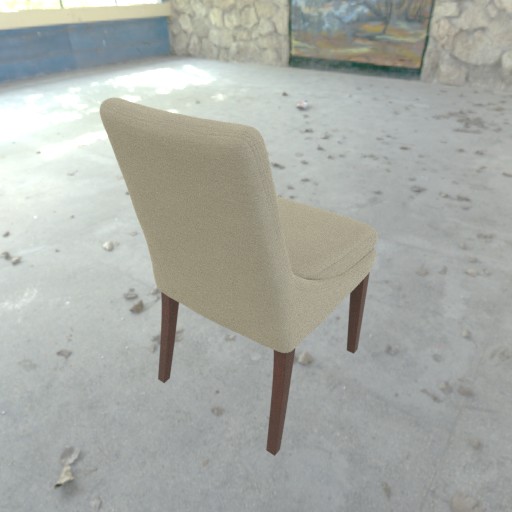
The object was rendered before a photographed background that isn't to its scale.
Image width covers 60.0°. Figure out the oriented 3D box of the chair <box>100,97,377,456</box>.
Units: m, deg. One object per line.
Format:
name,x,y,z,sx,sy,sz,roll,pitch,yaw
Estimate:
chair,0.000,0.000,1.294,0.515,0.940,0.638,21,38,30
